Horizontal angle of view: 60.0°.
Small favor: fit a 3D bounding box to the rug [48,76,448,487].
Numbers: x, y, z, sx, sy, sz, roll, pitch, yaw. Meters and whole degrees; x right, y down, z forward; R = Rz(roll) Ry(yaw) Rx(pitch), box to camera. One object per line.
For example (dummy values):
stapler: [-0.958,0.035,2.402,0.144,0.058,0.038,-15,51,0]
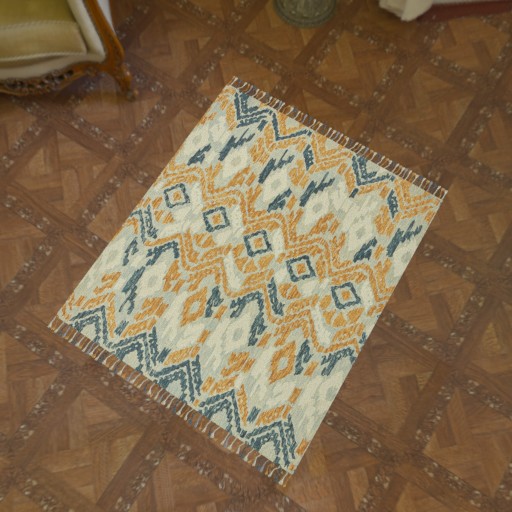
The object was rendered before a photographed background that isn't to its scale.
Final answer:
rug: [0.000,0.000,4.071,2.439,0.010,3.048,31,77,8]
